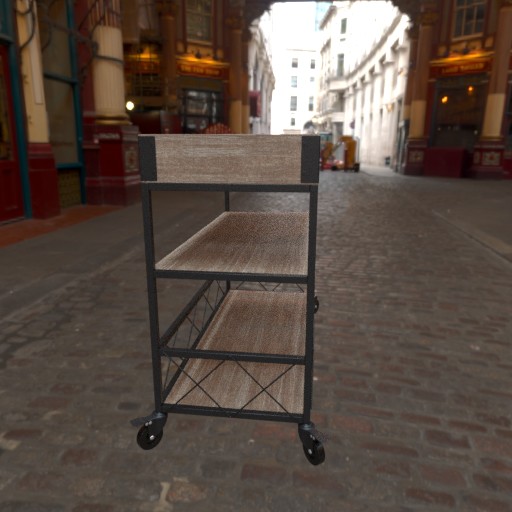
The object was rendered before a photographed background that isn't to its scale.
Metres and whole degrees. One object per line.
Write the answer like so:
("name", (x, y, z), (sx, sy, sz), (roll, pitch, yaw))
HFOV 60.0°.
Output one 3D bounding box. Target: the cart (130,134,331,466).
("cart", (0.000, 0.000, 1.518), (0.500, 0.787, 1.101), (2, 14, 7))
